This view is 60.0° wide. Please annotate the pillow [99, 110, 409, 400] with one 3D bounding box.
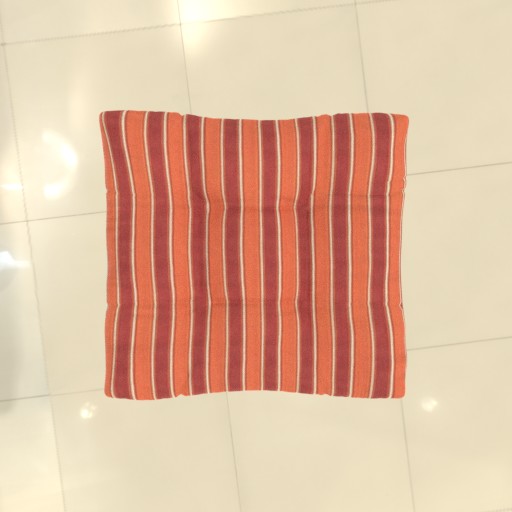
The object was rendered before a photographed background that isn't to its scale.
[{"bbox_3d":[0.000,0.000,0.729,0.490,0.133,0.468,0,91,-1],"label":"pillow"}]
